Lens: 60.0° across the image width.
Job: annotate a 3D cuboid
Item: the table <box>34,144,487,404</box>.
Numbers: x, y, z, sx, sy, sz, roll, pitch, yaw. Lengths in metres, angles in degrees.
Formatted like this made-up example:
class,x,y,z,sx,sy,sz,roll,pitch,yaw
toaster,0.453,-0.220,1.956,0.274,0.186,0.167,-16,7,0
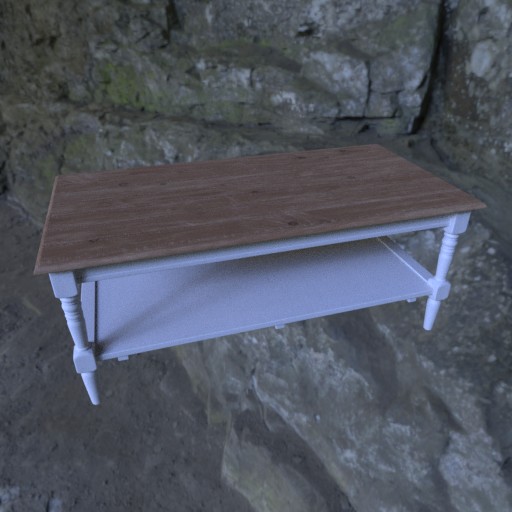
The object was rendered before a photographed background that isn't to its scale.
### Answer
class,x,y,z,sx,sy,sz,roll,pitch,yaw
table,0.000,0.000,1.383,1.118,0.458,0.559,-9,32,-14
